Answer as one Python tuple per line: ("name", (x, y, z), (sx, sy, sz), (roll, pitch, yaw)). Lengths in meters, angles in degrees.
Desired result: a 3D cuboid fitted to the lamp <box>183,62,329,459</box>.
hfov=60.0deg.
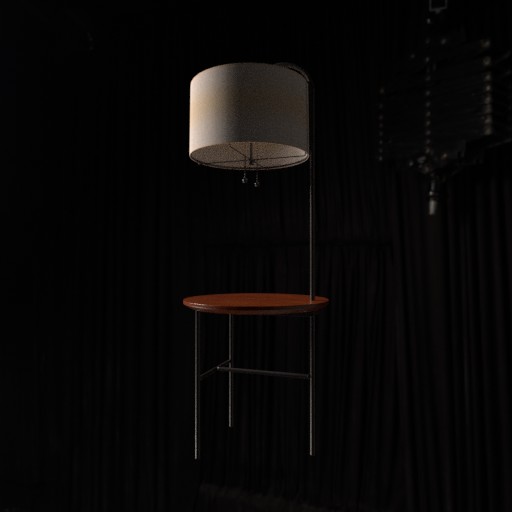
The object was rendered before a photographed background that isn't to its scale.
("lamp", (0.000, 0.000, 1.771), (0.573, 1.517, 0.573), (0, 0, 0))
